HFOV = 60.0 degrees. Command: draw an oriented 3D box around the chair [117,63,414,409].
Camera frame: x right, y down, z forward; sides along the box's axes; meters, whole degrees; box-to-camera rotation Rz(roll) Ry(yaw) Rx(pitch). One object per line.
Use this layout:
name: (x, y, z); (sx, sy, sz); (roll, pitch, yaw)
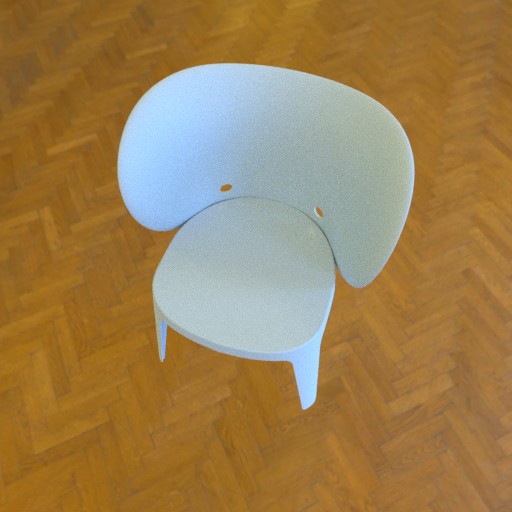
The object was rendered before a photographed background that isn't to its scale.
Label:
chair: (0.000, 0.000, 0.856); (0.451, 0.554, 0.402); (16, 60, 10)
